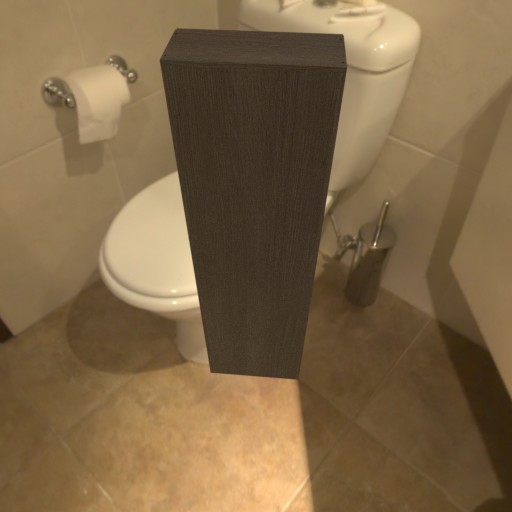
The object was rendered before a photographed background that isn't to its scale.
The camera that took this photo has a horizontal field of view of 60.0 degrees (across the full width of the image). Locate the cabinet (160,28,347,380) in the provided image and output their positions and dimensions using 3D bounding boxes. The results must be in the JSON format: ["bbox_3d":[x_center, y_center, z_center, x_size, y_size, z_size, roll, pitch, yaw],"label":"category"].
[{"bbox_3d":[0.000,0.000,1.920,0.500,1.790,0.230,4,48,3],"label":"cabinet"}]
